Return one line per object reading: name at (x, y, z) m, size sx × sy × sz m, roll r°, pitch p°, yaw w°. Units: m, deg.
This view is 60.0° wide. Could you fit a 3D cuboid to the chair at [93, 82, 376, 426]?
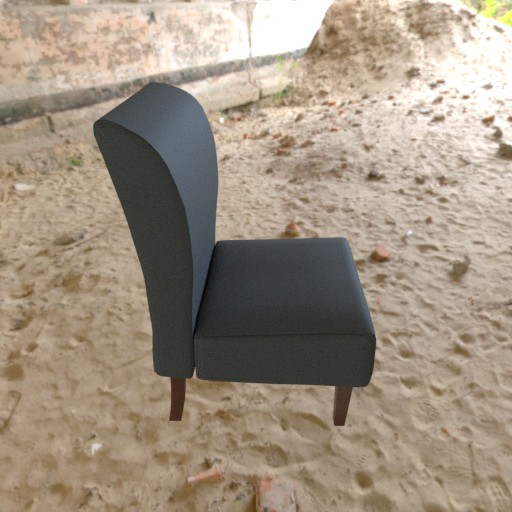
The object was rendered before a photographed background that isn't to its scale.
chair at (0.000, 0.000, 1.180) m, size 0.592 × 0.804 × 0.513 m, roll 0°, pitch 30°, yaw 1°
